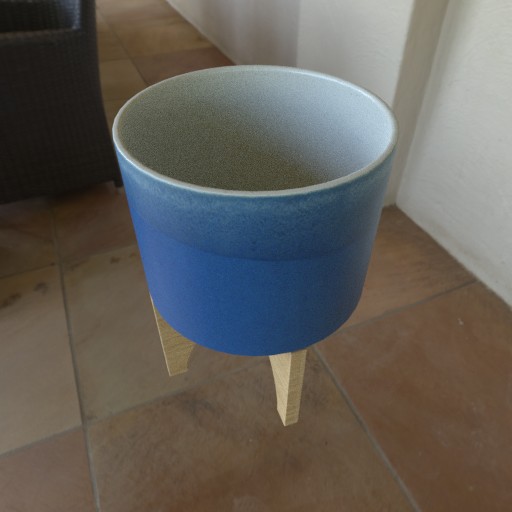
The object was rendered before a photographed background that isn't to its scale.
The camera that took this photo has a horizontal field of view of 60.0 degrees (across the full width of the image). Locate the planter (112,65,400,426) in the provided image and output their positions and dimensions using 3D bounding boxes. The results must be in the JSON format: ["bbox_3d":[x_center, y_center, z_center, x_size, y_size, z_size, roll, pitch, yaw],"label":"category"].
[{"bbox_3d":[0.000,0.000,0.393,0.192,0.263,0.192,0,43,0],"label":"planter"}]
